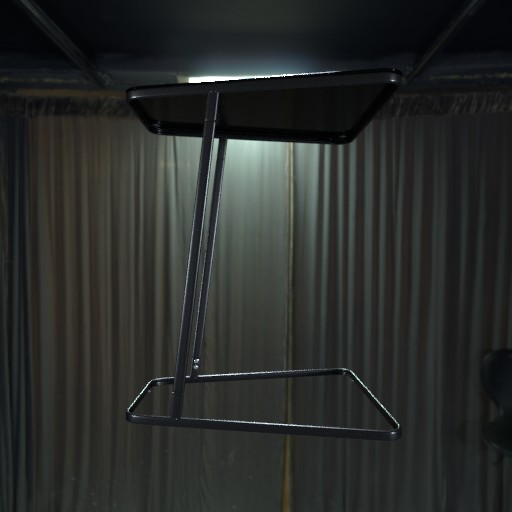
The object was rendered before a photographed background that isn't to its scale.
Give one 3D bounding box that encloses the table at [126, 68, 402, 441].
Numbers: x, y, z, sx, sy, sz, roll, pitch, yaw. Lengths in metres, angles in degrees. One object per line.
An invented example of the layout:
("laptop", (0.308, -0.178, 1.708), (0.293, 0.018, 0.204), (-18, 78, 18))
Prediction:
("table", (0.000, 0.000, 0.944), (0.500, 0.624, 0.427), (0, 0, -1))
